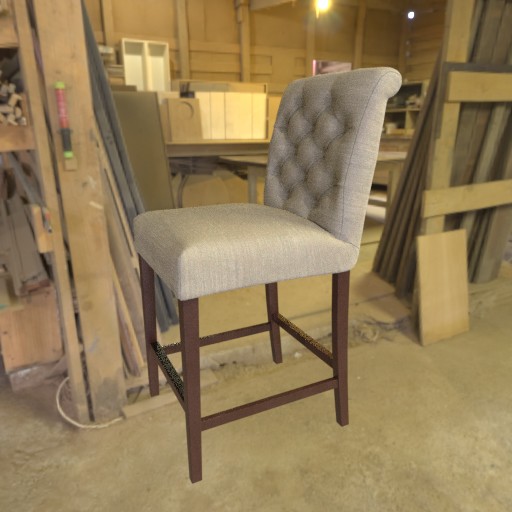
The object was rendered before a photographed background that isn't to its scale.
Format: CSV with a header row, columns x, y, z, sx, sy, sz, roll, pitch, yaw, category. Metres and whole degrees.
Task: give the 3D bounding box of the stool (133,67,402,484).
x,y,z,sx,sy,sz,roll,pitch,yaw,category
0.000,0.000,1.379,0.660,1.084,0.486,-9,19,-26,stool
